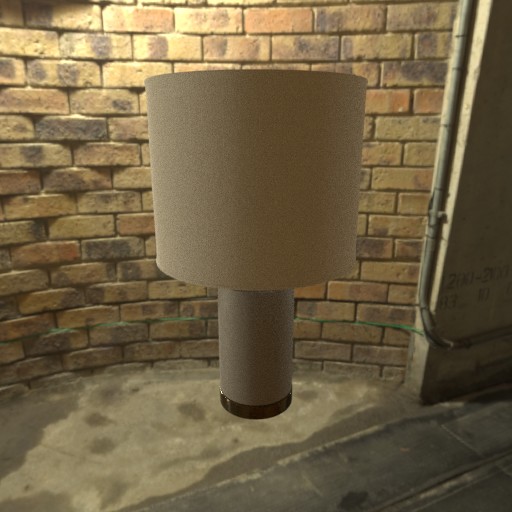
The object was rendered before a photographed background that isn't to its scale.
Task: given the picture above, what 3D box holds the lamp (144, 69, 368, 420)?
[{"bbox_3d":[0.000,0.000,0.519,0.229,0.380,0.229,0,16,0],"label":"lamp"}]
